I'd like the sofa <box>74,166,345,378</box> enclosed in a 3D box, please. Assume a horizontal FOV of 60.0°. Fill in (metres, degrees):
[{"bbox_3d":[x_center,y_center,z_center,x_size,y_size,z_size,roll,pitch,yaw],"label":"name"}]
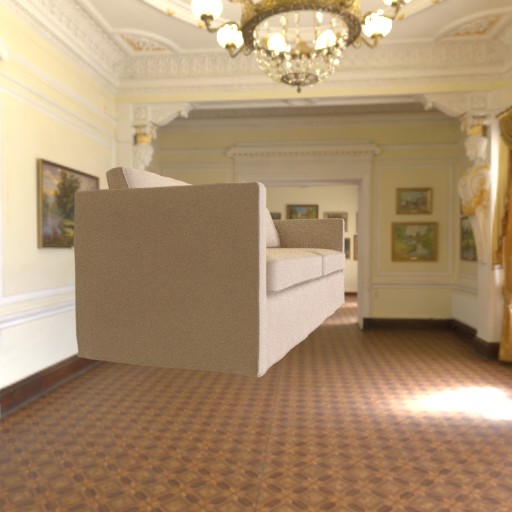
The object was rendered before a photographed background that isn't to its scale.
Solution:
[{"bbox_3d":[0.000,0.000,3.368,1.036,0.999,2.779,0,1,19],"label":"sofa"}]
